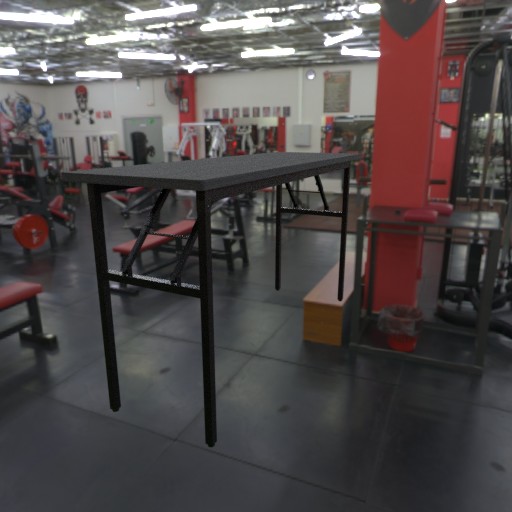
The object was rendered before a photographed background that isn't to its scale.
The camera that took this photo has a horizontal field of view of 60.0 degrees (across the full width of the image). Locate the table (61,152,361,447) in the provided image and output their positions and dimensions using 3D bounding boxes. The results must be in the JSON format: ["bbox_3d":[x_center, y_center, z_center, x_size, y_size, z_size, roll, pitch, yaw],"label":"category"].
[{"bbox_3d":[0.000,0.000,1.771,0.449,0.750,1.399,8,17,26],"label":"table"}]
